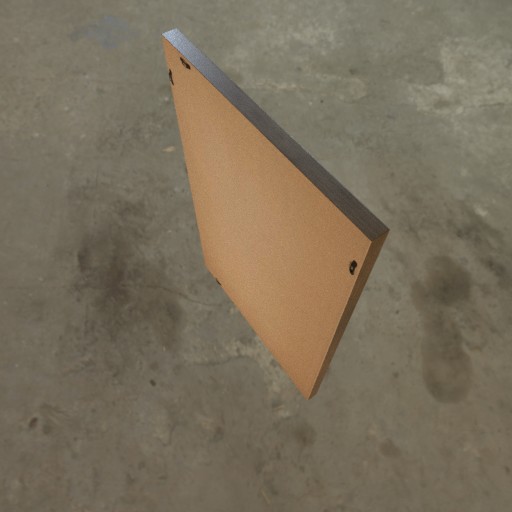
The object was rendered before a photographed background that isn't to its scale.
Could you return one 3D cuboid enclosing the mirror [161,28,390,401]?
[{"bbox_3d":[0.000,0.000,1.149,0.041,0.915,0.609,-31,63,-18],"label":"mirror"}]
